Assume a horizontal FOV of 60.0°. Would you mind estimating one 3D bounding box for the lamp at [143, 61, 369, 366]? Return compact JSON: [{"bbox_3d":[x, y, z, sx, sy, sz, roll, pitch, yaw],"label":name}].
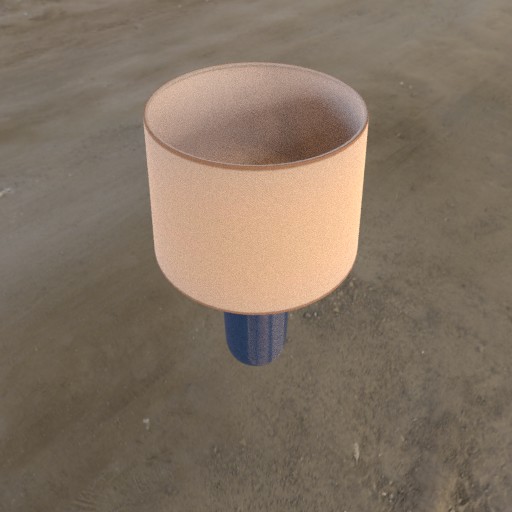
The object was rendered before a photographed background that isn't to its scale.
[{"bbox_3d":[0.000,0.000,0.850,0.367,0.609,0.367,0,45,0],"label":"lamp"}]
